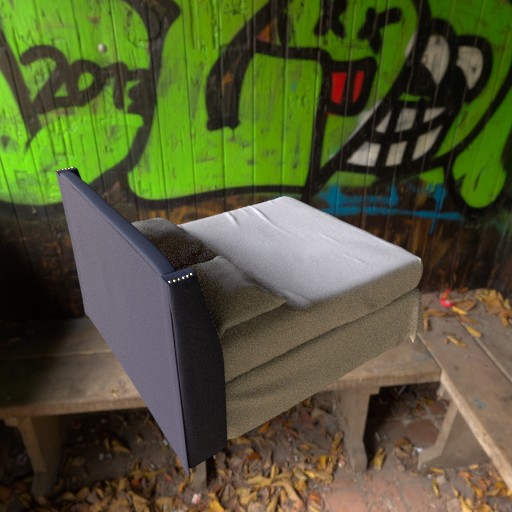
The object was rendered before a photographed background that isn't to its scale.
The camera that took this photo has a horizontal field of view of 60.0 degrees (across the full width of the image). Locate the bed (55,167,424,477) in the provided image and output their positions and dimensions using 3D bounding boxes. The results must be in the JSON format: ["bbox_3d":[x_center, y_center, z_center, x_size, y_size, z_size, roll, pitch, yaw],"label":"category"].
[{"bbox_3d":[0.000,0.000,3.422,2.276,1.332,1.925,-19,34,-30],"label":"bed"}]
